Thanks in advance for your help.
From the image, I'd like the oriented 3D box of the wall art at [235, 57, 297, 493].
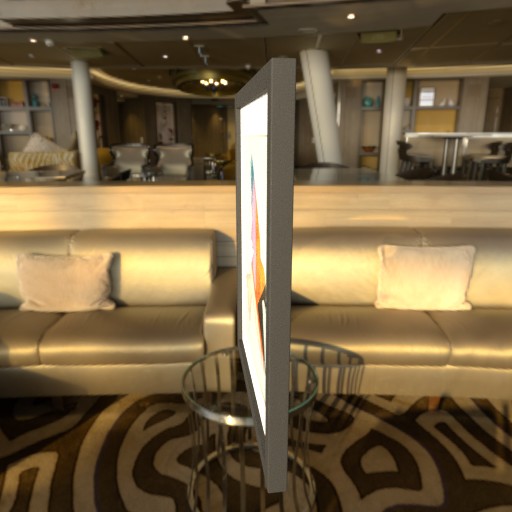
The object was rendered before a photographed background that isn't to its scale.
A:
[{"bbox_3d":[0.000,0.000,0.761,0.028,0.558,0.457,-2,15,-7],"label":"wall art"}]
